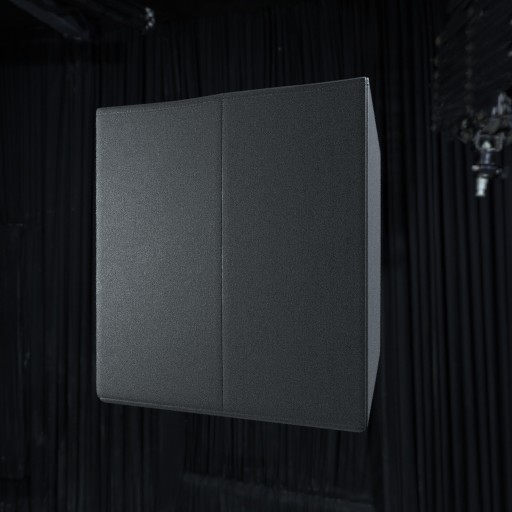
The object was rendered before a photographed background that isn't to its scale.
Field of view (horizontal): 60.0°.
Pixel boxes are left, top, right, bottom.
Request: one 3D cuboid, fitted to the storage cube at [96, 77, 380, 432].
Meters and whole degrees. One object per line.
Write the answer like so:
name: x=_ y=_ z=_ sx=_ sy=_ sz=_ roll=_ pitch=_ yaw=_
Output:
storage cube: x=0.000 y=0.000 z=0.510 sx=0.270 sy=0.280 sz=0.270 roll=0 pitch=0 yaw=18
